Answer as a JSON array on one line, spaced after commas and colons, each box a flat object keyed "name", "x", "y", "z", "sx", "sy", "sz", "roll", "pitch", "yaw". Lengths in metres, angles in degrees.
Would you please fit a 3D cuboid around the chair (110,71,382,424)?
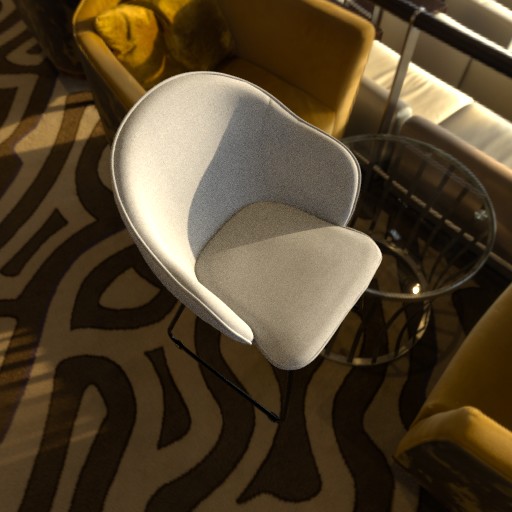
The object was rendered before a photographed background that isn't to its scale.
[{"name": "chair", "x": 0.000, "y": 0.000, "z": 1.222, "sx": 0.592, "sy": 0.817, "sz": 0.570, "roll": 31, "pitch": 63, "yaw": 18}]
